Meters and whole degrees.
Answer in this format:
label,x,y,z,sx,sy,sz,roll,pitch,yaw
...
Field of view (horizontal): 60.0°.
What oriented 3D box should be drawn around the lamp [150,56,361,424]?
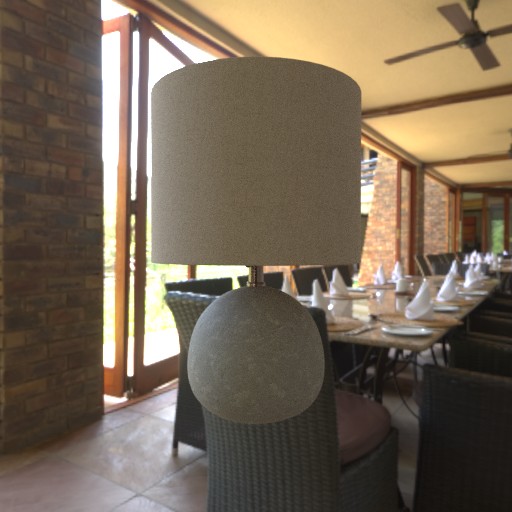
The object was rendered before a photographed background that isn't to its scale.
label,x,y,z,sx,sy,sz,roll,pitch,yaw
lamp,0.000,0.000,0.584,0.269,0.409,0.269,1,1,37
